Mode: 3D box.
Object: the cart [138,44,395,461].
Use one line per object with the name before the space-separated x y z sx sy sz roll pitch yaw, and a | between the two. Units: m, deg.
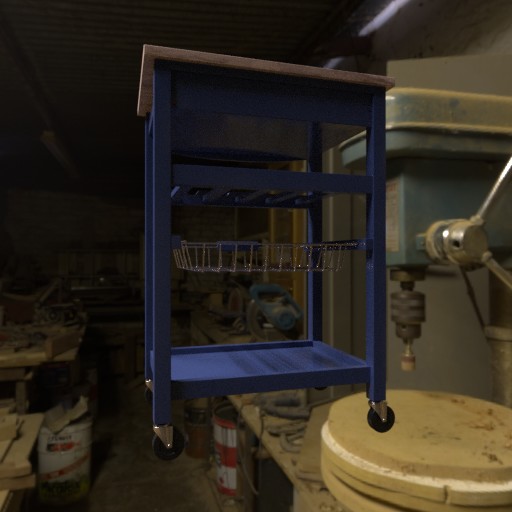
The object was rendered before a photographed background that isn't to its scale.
cart | 0.000 0.000 1.155 0.584 0.839 0.403 0 0 -17
